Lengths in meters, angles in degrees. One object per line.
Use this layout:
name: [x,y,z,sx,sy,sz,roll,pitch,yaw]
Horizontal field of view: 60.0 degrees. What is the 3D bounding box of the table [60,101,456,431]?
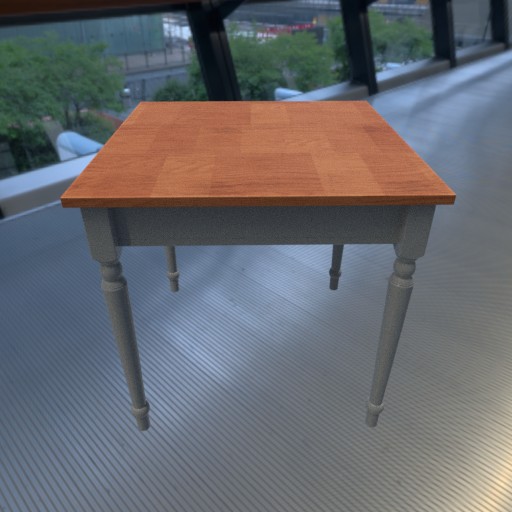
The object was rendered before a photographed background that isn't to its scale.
table: [0.000,0.000,1.346,0.747,0.738,0.747,-1,32,-1]
